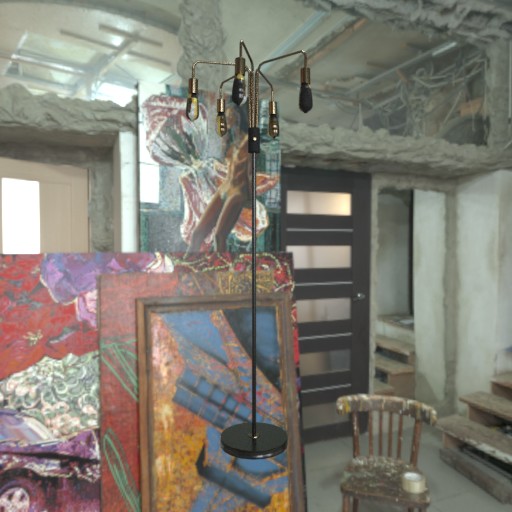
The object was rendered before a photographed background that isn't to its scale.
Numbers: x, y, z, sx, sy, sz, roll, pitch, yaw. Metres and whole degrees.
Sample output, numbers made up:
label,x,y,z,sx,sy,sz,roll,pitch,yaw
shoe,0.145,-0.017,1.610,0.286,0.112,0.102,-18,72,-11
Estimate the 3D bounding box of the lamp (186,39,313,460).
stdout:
label,x,y,z,sx,sy,sz,roll,pitch,yaw
lamp,0.000,0.000,2.017,0.599,1.721,0.572,1,2,37
